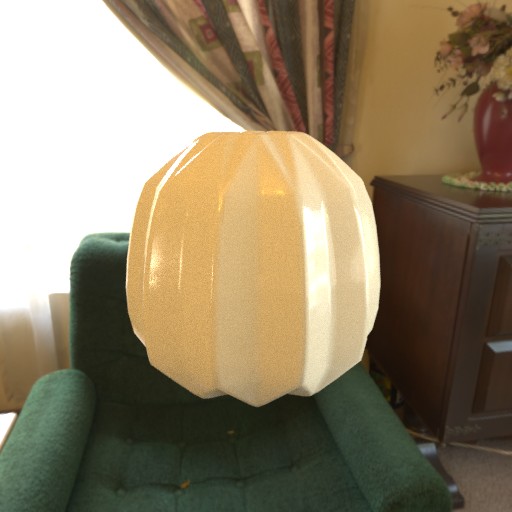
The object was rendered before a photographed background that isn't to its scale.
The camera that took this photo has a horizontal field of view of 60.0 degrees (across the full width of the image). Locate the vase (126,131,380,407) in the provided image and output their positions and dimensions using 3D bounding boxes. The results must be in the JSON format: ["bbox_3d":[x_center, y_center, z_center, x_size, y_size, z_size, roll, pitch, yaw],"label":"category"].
[{"bbox_3d":[0.000,0.000,0.248,0.139,0.134,0.139,0,17,0],"label":"vase"}]
